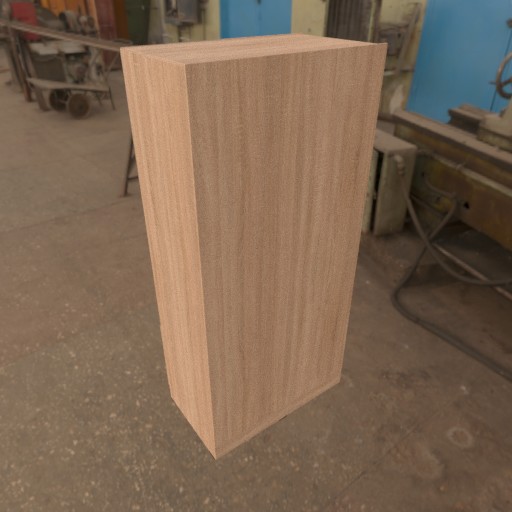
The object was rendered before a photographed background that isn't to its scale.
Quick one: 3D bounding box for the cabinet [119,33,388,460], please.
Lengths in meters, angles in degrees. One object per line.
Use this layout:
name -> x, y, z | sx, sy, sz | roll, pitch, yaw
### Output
cabinet -> 0.000, 0.000, 2.448 | 1.001, 2.121, 0.590 | -21, 37, -30
